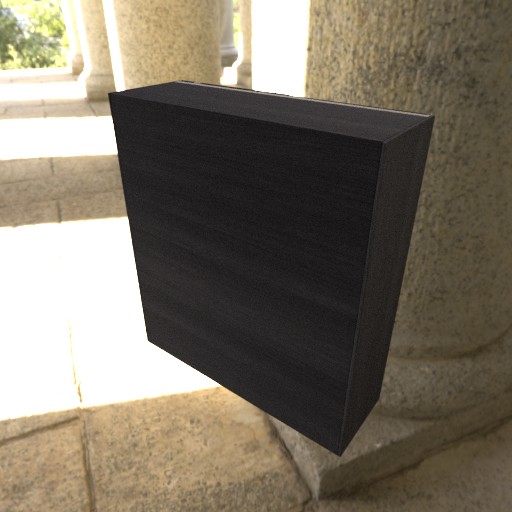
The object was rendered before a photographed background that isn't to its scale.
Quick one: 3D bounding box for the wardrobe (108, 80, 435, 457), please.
[{"bbox_3d":[0.000,0.000,2.924,1.780,1.960,0.629,21,36,32],"label":"wardrobe"}]
